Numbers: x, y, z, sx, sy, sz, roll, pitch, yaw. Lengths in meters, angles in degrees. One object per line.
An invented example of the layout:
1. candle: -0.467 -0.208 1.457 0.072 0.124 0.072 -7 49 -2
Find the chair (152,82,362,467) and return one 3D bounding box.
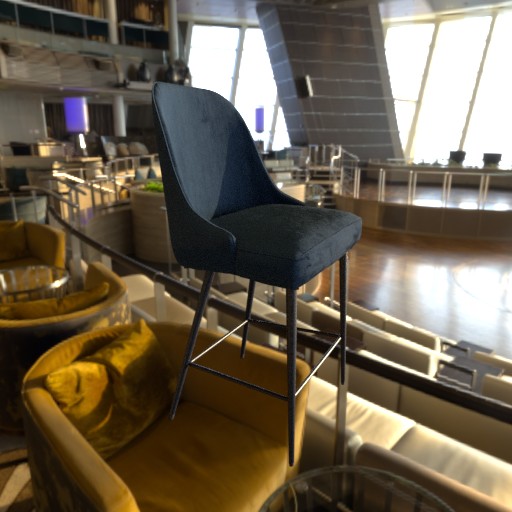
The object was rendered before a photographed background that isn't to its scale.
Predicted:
1. chair: 0.000 0.000 1.253 0.489 0.927 0.526 8 17 27
